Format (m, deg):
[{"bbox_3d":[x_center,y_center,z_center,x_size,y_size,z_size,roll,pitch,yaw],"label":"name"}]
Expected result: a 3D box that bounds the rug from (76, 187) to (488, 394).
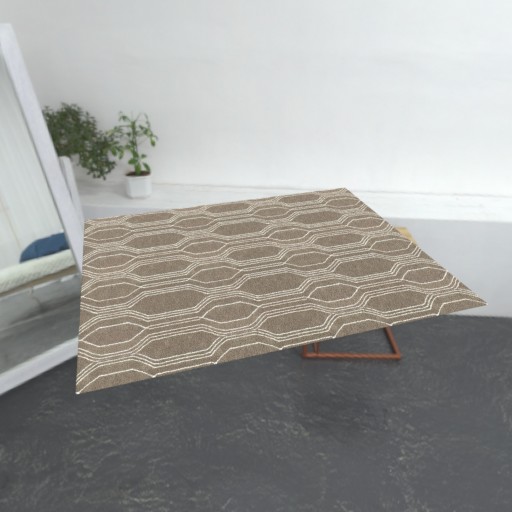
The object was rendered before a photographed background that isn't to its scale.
[{"bbox_3d":[0.000,0.000,4.099,3.062,0.012,2.457,-9,33,-14],"label":"rug"}]
